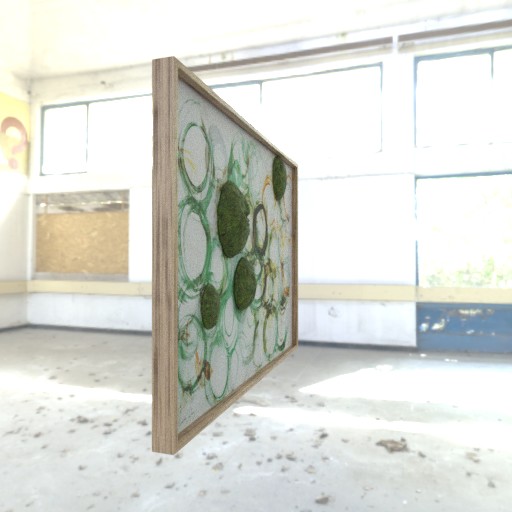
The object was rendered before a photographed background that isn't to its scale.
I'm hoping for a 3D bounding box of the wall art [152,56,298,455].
[{"bbox_3d":[0.000,0.000,1.078,0.063,0.609,0.841,0,0,18],"label":"wall art"}]
